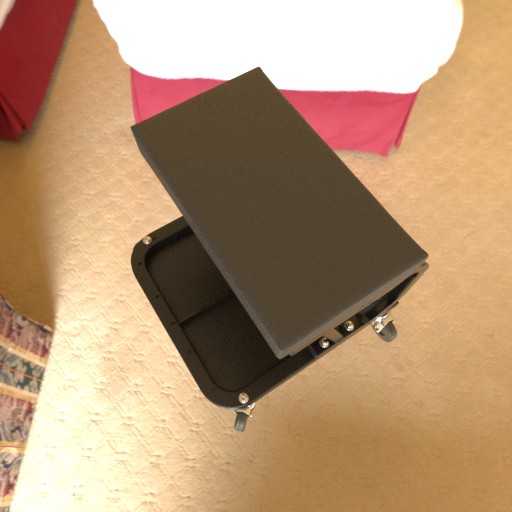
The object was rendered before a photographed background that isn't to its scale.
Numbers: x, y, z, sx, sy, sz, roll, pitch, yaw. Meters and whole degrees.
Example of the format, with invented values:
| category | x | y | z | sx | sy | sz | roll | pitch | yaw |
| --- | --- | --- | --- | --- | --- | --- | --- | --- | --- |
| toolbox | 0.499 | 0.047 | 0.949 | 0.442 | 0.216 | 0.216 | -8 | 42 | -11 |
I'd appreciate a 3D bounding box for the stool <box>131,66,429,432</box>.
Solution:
| category | x | y | z | sx | sy | sz | roll | pitch | yaw |
| --- | --- | --- | --- | --- | --- | --- | --- | --- | --- |
| stool | 0.000 | 0.000 | 0.726 | 0.371 | 0.380 | 0.446 | -31 | 69 | -13 |
